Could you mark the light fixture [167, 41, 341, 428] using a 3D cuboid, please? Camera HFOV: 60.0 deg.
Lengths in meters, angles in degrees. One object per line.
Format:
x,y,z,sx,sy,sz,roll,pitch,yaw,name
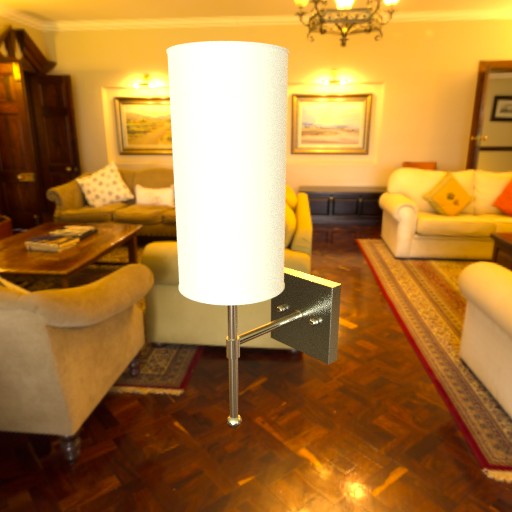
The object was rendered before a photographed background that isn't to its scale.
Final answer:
0.000,0.000,0.557,0.208,0.462,0.128,-15,22,-41,light fixture
